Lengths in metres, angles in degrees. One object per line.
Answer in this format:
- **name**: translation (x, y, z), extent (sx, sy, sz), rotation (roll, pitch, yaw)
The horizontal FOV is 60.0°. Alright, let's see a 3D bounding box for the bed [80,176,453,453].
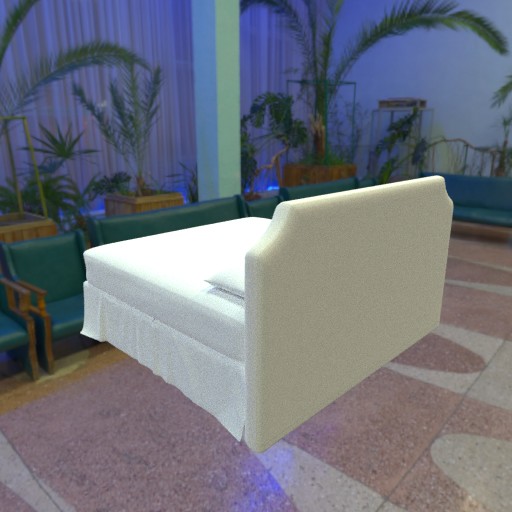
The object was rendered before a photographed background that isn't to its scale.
- **bed**: translation (0.000, 0.000, 3.550), extent (2.204, 1.301, 2.160), rotation (16, 22, 43)
